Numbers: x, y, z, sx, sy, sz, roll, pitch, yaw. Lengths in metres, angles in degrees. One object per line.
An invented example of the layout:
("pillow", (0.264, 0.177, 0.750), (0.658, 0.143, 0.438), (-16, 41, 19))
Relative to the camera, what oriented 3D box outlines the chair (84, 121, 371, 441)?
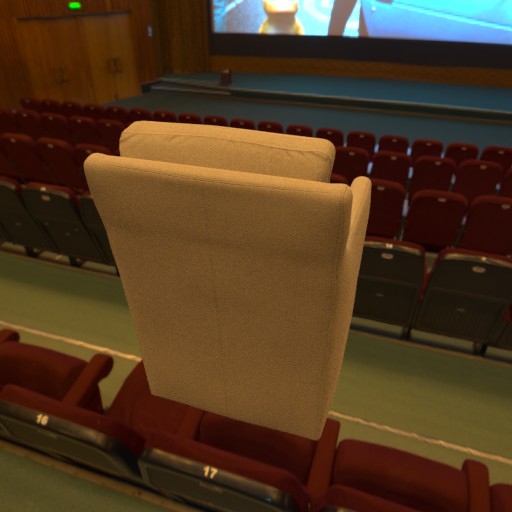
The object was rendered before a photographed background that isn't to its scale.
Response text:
("chair", (0.000, 0.000, 1.379), (0.626, 0.914, 0.694), (10, 34, 15))
